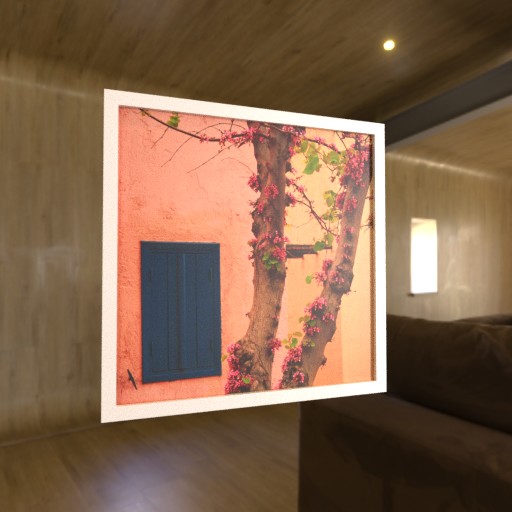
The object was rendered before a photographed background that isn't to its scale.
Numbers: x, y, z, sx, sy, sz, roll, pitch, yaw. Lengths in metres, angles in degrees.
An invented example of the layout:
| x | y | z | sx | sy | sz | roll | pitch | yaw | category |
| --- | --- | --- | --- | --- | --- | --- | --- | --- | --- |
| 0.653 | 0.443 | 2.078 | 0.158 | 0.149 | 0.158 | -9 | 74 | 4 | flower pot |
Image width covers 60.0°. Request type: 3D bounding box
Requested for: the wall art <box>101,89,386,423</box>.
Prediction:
| x | y | z | sx | sy | sz | roll | pitch | yaw | category |
| --- | --- | --- | --- | --- | --- | --- | --- | --- | --- |
| 0.000 | 0.000 | 0.776 | 0.507 | 0.508 | 0.038 | 1 | -2 | -19 | wall art |
